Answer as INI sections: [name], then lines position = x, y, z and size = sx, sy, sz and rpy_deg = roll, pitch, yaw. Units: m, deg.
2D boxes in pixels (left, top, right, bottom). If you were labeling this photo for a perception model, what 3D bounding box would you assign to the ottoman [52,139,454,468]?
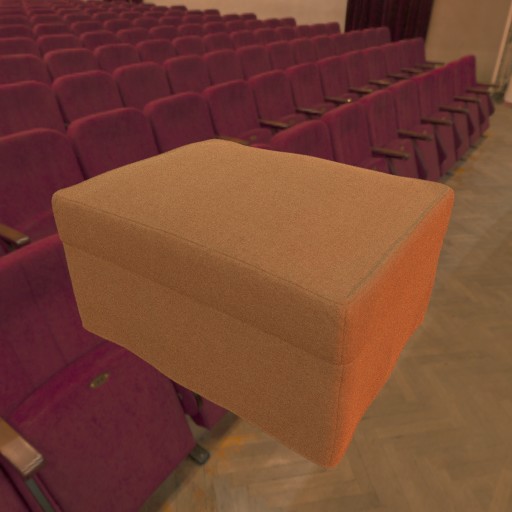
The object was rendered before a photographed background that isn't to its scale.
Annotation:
[ottoman]
position = 0.000, 0.000, 1.220
size = 0.833, 0.485, 0.650
rpy_deg = 19, 36, 30
